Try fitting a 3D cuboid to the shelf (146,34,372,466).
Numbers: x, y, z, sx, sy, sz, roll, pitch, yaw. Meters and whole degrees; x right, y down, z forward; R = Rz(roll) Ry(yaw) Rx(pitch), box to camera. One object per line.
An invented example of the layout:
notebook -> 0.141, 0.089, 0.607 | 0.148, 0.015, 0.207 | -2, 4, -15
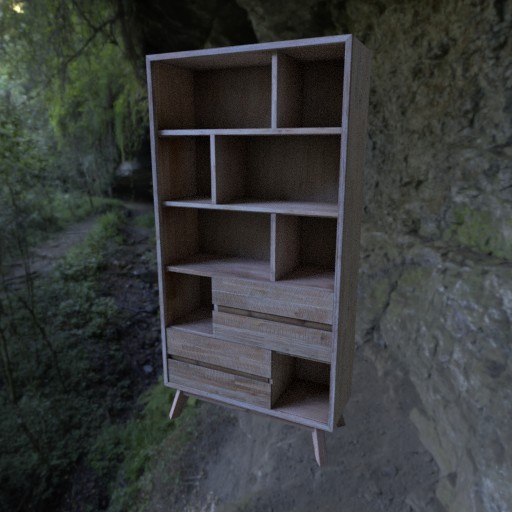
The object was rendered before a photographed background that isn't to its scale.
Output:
shelf -> 0.000, 0.000, 1.740 | 0.748, 1.471, 0.308 | 7, 16, 25
